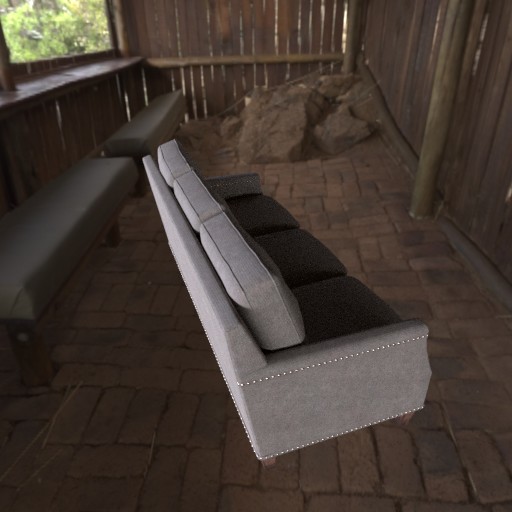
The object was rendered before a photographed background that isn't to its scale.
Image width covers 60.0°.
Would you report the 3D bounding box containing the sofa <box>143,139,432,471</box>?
[{"bbox_3d":[0.000,0.000,2.778,1.034,1.042,2.226,-10,31,-17],"label":"sofa"}]
